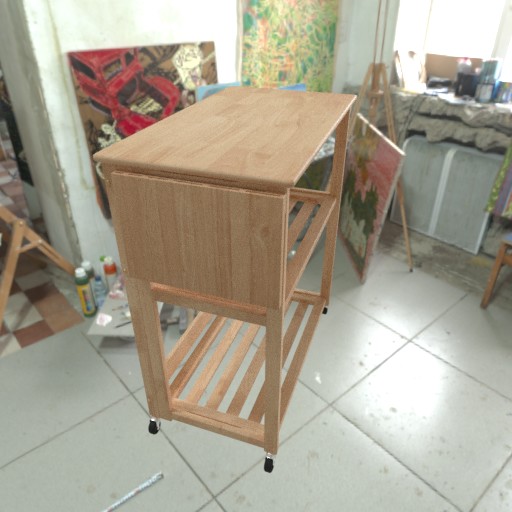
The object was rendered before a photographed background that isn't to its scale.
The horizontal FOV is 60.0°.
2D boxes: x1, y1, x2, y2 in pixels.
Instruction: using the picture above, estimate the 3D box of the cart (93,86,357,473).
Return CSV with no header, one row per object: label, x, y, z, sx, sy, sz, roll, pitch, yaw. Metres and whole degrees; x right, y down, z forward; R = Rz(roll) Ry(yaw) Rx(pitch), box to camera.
cart,0.000,0.000,1.409,0.432,0.879,0.853,11,33,17
